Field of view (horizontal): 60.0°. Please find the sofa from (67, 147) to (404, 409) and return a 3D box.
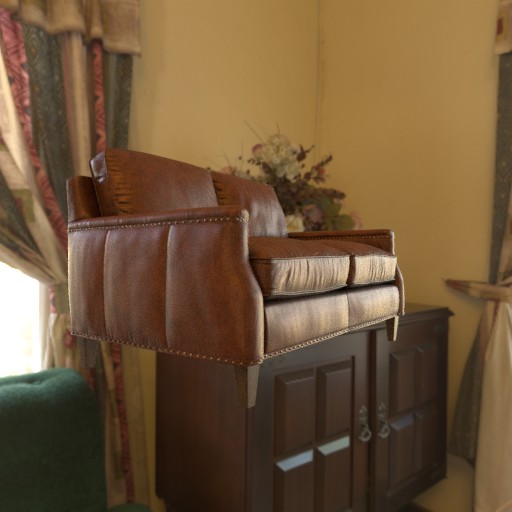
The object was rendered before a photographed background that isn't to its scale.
[{"bbox_3d":[0.000,0.000,2.326,1.083,1.003,1.628,0,0,36],"label":"sofa"}]
